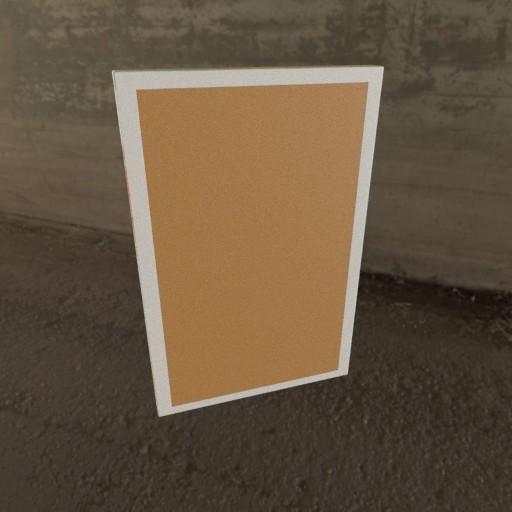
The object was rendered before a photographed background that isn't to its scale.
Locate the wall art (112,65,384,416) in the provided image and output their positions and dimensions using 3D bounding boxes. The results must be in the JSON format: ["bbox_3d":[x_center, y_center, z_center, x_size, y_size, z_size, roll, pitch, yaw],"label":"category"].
[{"bbox_3d":[0.000,0.000,0.778,0.401,0.610,0.038,-8,27,-15],"label":"wall art"}]
